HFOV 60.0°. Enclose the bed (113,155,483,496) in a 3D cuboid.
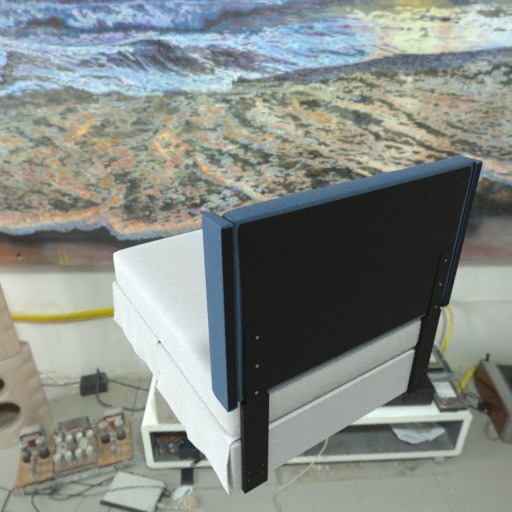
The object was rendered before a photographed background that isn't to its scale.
[{"bbox_3d":[0.000,0.000,3.225,1.719,1.665,2.078,-17,32,-29],"label":"bed"}]
